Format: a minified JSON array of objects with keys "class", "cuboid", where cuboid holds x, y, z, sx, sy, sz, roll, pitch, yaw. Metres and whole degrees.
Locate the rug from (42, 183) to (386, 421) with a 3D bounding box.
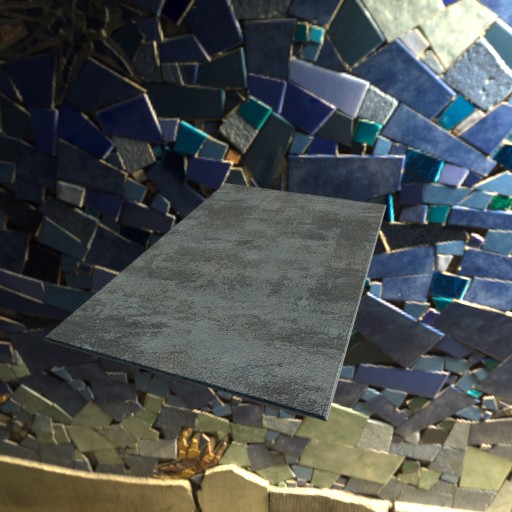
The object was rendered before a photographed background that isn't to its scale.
[{"class":"rug","cuboid":[0.000,0.000,3.116,1.536,0.012,2.431,10,32,17]}]
